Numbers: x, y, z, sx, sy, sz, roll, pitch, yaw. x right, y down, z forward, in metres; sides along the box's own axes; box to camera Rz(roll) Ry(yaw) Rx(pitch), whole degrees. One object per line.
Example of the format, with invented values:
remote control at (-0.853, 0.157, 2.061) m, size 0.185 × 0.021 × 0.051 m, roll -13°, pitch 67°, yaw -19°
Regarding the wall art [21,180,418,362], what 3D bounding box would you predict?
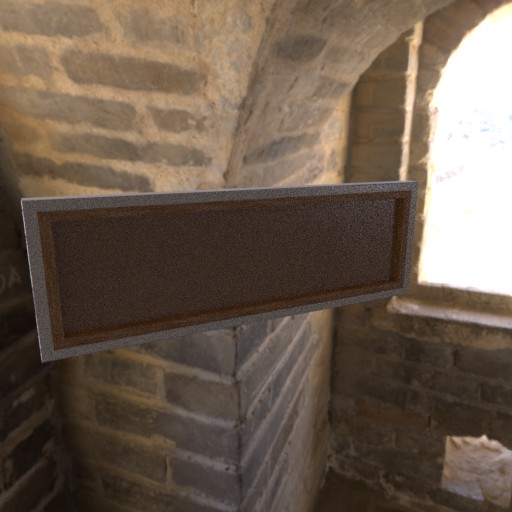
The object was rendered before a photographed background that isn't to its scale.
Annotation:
wall art at (0.000, 0.000, 0.845) m, size 0.766 × 0.256 × 0.036 m, roll -7°, pitch 16°, yaw -25°
